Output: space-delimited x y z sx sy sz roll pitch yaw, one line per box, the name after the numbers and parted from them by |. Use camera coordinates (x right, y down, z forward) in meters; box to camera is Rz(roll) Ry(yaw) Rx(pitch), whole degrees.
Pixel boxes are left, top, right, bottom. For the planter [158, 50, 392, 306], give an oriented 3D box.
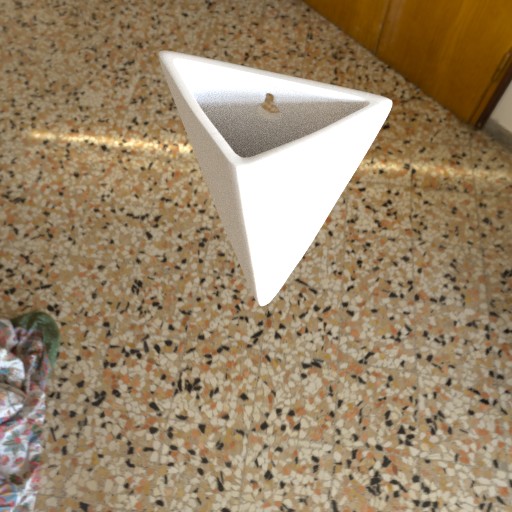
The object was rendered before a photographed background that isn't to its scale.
0.000 0.000 0.392 0.143 0.338 0.065 15 62 8 | planter
